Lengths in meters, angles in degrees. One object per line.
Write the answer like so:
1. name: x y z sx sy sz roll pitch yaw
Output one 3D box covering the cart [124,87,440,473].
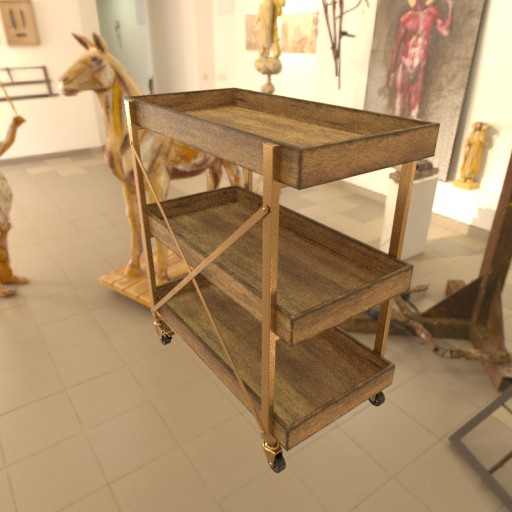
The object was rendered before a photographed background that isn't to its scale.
1. cart: 0.000 0.000 1.245 0.416 0.799 0.750 -18 32 -31
